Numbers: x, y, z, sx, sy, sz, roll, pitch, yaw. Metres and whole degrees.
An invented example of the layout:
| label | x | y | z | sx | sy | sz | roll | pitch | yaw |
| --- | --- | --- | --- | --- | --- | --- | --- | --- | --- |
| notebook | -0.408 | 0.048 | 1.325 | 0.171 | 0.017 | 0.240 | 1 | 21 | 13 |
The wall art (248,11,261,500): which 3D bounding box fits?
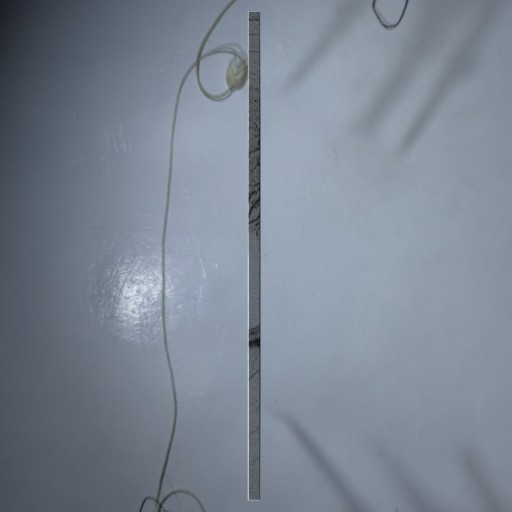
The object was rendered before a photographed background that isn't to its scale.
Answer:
| label | x | y | z | sx | sy | sz | roll | pitch | yaw |
| --- | --- | --- | --- | --- | --- | --- | --- | --- | --- |
| wall art | 0.000 | 0.000 | 1.131 | 0.023 | 0.607 | 0.914 | 0 | 90 | 1 |
